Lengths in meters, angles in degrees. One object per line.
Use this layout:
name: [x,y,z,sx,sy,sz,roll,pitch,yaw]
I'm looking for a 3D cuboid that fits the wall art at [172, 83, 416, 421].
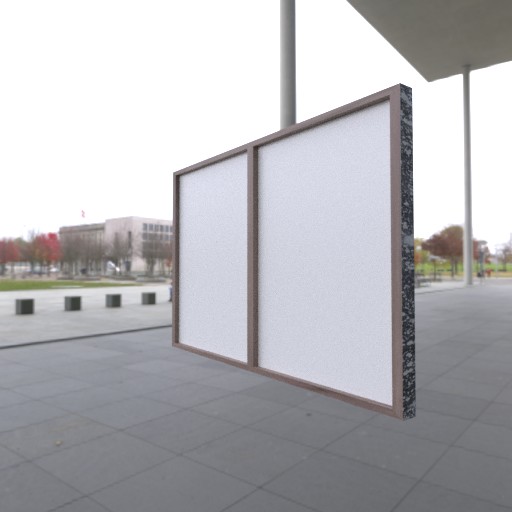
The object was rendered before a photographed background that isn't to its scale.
wall art: [0.000,0.000,1.164,0.038,0.598,0.919,1,-2,-36]
